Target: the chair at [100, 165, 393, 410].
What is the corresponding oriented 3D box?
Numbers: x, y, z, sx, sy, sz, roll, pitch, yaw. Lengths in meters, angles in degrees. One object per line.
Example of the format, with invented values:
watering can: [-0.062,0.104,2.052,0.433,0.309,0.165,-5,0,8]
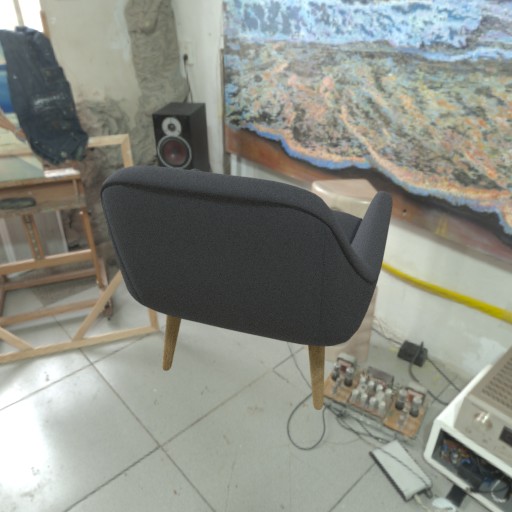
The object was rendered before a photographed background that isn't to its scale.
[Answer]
chair: [0.000,0.000,1.401,0.770,0.800,0.779,10,32,15]
